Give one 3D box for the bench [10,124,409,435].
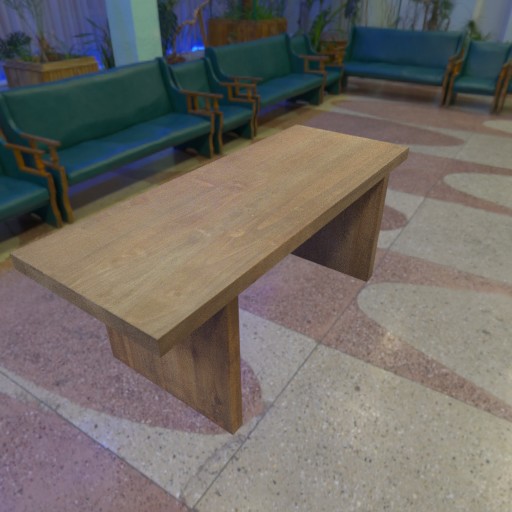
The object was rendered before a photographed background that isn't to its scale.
[{"bbox_3d":[0.000,0.000,1.370,0.458,0.458,1.183,21,38,30],"label":"bench"}]
